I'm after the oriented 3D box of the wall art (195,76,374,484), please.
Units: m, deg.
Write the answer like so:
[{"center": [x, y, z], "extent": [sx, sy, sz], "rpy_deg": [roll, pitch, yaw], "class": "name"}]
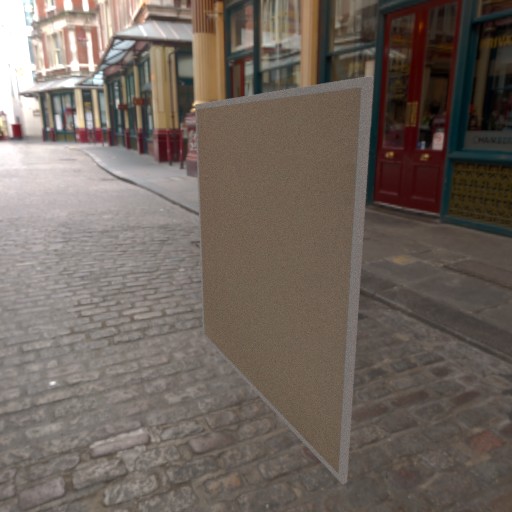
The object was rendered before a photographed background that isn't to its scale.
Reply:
[{"center": [0.000, 0.000, 0.666], "extent": [0.007, 0.456, 0.456], "rpy_deg": [-8, 17, -27], "class": "wall art"}]
